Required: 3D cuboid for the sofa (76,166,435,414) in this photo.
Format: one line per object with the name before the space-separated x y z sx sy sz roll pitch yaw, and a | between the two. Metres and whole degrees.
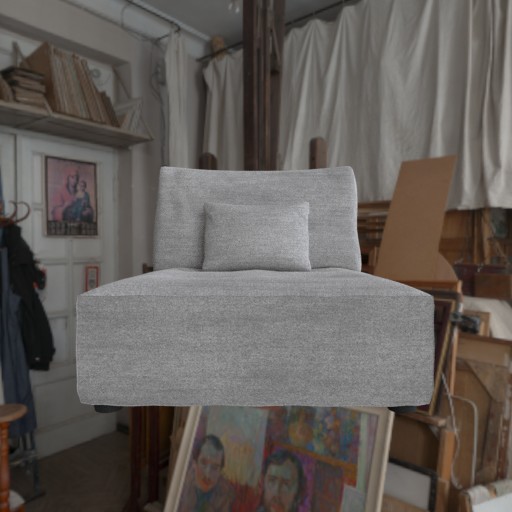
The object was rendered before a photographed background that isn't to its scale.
sofa | 0.000 0.000 1.639 0.930 0.820 1.000 0 1 0
